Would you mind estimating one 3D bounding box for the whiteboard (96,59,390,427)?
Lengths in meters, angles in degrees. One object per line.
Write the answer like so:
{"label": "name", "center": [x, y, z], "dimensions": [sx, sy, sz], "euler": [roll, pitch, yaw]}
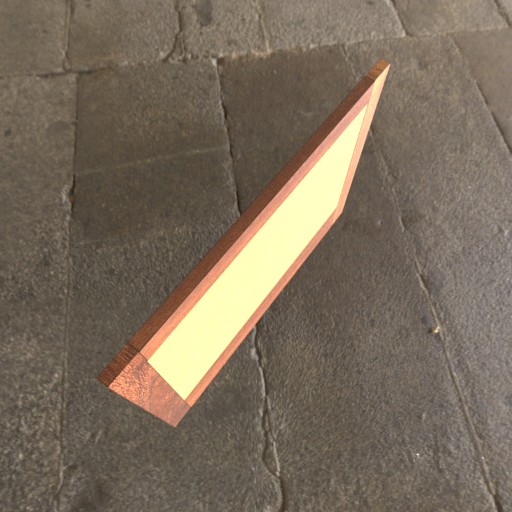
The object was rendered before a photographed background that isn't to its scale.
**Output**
{"label": "whiteboard", "center": [0.000, 0.000, 1.002], "dimensions": [0.083, 0.559, 0.783], "euler": [34, 68, 15]}
